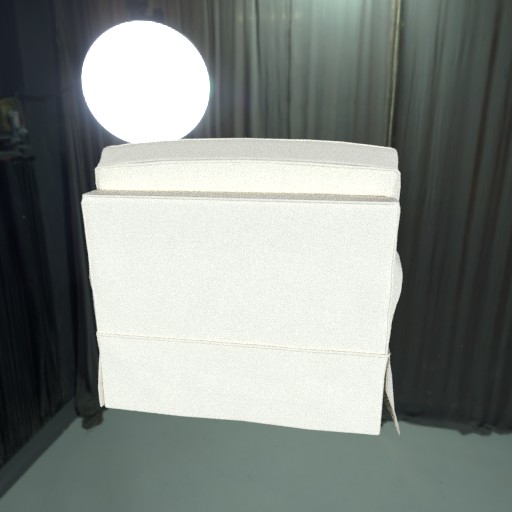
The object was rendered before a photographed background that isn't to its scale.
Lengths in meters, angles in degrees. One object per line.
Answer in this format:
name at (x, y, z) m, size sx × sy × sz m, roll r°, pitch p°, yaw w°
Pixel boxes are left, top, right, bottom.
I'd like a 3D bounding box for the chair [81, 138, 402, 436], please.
chair at (0.000, 0.000, 1.826) m, size 1.099 × 0.958 × 0.904 m, roll 3°, pitch 17°, yaw 8°
